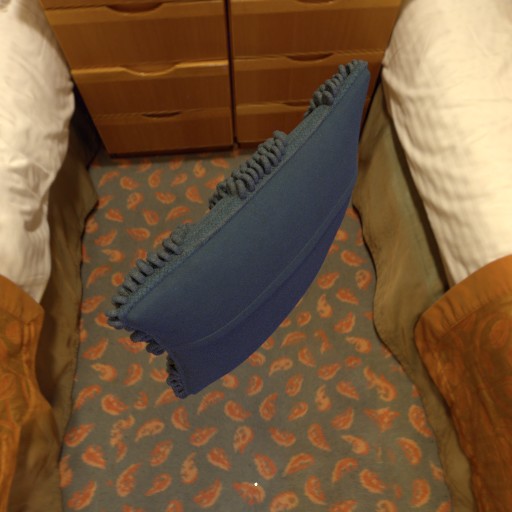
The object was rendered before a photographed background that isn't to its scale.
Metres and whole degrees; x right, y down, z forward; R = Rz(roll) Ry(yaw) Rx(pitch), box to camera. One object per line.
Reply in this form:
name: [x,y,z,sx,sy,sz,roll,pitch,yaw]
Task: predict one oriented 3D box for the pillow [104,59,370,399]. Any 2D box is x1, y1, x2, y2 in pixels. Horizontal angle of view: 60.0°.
pillow: [0.000,0.000,0.708,0.172,0.466,0.469,35,68,17]
